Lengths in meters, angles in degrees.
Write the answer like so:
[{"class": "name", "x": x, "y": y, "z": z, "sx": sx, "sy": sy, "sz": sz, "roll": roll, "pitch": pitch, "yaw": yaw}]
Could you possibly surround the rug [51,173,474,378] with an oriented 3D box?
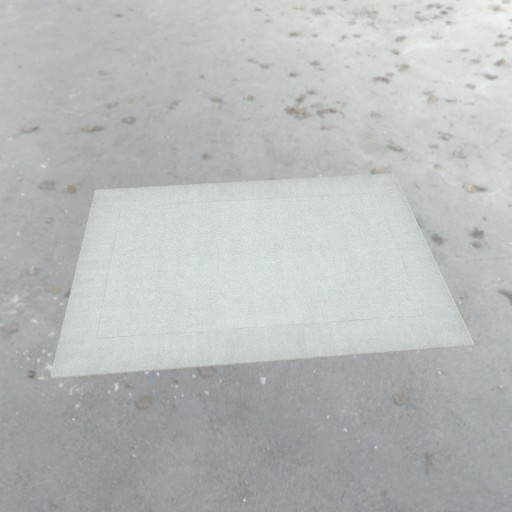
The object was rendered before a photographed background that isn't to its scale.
[{"class": "rug", "x": 0.000, "y": 0.000, "z": 2.304, "sx": 1.829, "sy": 0.013, "sz": 1.219, "roll": -4, "pitch": 48, "yaw": -3}]
